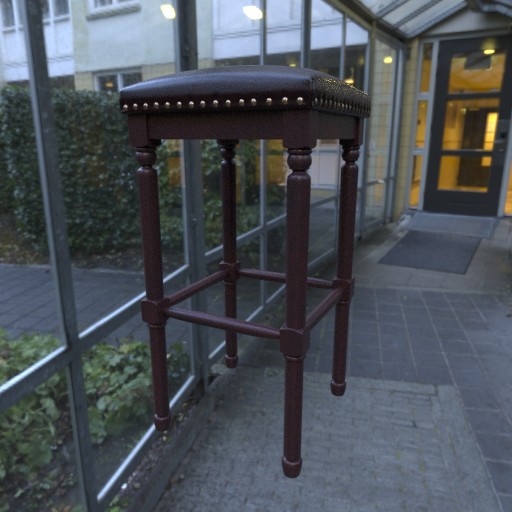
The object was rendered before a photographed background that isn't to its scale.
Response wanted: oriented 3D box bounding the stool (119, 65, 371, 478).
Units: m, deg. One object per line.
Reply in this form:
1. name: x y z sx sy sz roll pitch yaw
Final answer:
1. stool: 0.000 0.000 0.977 0.383 0.768 0.382 7 17 26
